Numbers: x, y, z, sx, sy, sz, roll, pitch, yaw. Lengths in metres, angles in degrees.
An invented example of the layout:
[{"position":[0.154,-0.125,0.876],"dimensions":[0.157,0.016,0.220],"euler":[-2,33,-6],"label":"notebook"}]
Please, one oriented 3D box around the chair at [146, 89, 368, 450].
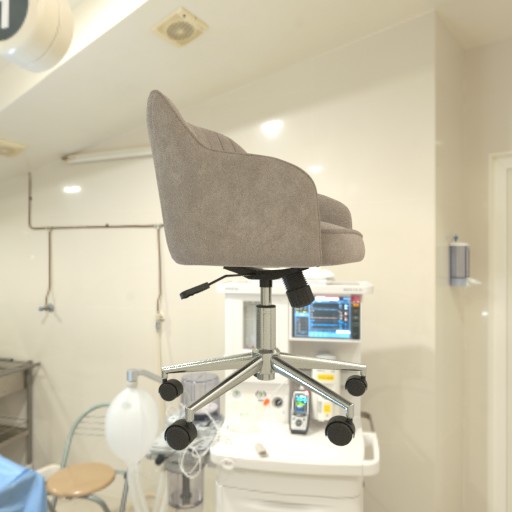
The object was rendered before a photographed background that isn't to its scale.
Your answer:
[{"position":[0.000,0.000,1.220],"dimensions":[0.573,0.831,0.635],"euler":[0,0,18],"label":"chair"}]
